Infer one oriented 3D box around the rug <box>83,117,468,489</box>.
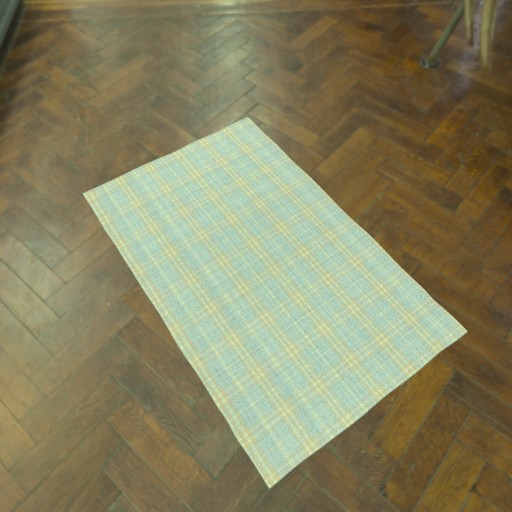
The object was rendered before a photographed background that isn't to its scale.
[{"bbox_3d":[0.000,0.000,3.093,1.545,0.016,2.460,-30,62,-18],"label":"rug"}]
